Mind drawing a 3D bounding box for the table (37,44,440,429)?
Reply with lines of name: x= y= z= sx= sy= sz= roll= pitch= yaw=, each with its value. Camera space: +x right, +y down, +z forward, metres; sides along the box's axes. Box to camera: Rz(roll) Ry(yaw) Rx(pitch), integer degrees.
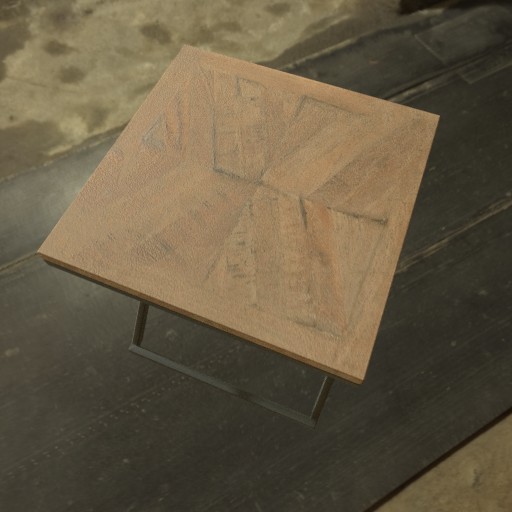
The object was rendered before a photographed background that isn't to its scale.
table: x=0.000 y=0.000 z=0.957 sx=0.499 sy=0.550 sz=0.498 roll=20 pitch=65 yaw=10
